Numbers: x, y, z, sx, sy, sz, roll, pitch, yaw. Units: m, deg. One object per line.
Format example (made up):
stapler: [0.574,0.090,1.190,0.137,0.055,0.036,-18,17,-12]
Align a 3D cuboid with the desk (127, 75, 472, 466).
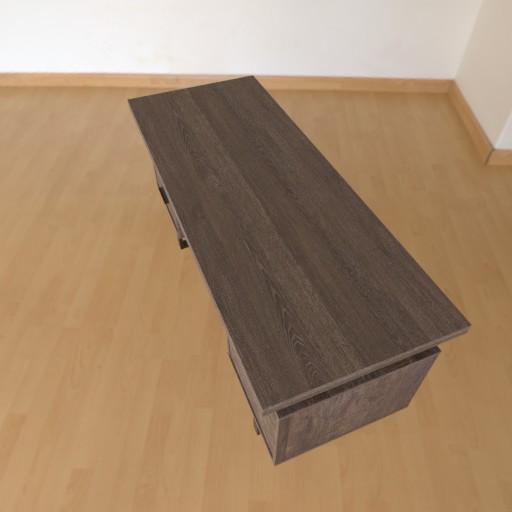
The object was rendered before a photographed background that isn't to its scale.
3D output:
desk: [0.000,0.000,1.845,0.600,0.760,1.524,-17,50,-15]
